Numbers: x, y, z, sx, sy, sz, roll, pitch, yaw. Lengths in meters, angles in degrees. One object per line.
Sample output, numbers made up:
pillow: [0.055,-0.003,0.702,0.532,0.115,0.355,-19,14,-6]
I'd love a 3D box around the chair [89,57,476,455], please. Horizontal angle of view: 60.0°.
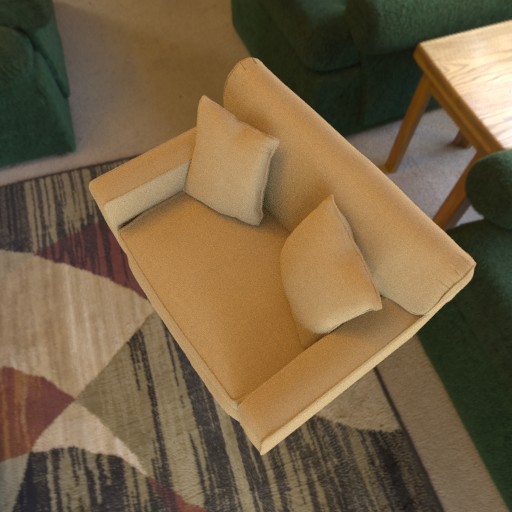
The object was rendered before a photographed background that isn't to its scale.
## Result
chair: [0.000,0.000,2.045,1.000,0.948,1.383,-33,67,-16]
